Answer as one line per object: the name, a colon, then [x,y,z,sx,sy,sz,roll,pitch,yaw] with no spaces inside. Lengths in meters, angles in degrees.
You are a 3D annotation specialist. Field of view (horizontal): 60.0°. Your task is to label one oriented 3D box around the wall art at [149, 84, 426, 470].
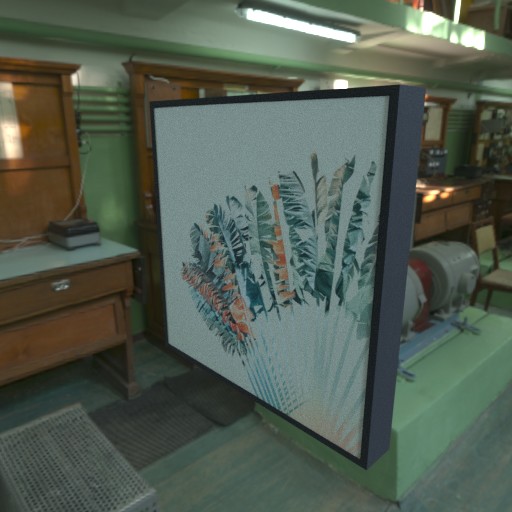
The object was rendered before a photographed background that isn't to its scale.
wall art: [0.000,0.000,0.442,0.036,0.300,0.302,-15,22,-42]
